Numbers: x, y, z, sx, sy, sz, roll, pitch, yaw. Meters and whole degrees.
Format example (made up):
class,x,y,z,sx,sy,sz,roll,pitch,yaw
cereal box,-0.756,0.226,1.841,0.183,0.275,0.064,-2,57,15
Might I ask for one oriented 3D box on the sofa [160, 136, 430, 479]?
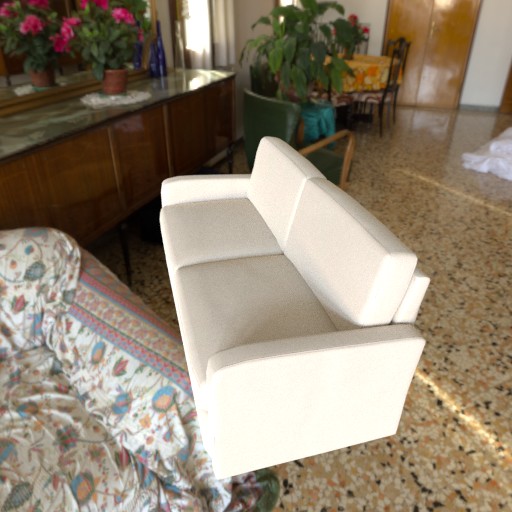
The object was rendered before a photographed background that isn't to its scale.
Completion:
class,x,y,z,sx,sy,sz,roll,pitch,yaw
sofa,0.000,0.000,2.320,0.894,0.831,1.808,-8,31,-13
